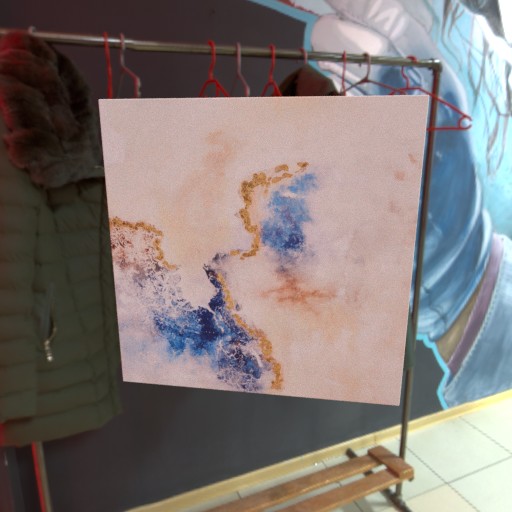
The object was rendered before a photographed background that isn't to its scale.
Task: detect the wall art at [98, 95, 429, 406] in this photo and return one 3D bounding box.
[{"bbox_3d":[0.000,0.000,1.576,1.061,1.061,0.071,2,15,9],"label":"wall art"}]
